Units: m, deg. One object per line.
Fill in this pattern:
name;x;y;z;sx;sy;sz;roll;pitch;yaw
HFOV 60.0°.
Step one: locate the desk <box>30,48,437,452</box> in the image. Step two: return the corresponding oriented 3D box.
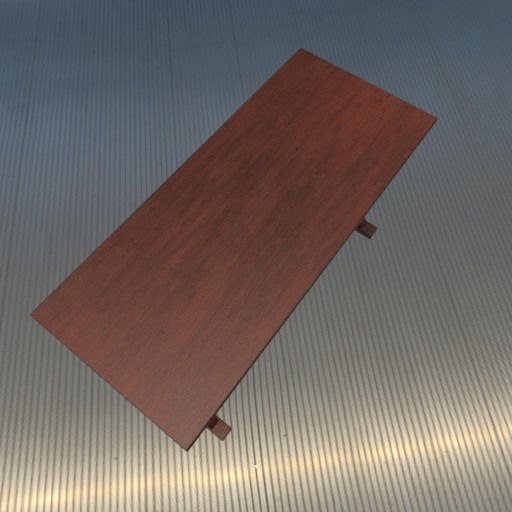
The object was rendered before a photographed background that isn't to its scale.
desk;0.000;0.000;1.775;0.600;0.761;1.372;34;69;15
